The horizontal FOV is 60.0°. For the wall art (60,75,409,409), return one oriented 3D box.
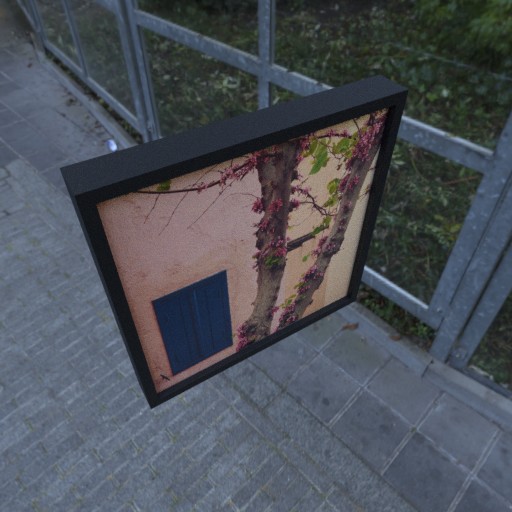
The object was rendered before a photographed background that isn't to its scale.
[{"bbox_3d":[0.000,0.000,0.467,0.305,0.304,0.038,-23,49,-22],"label":"wall art"}]
